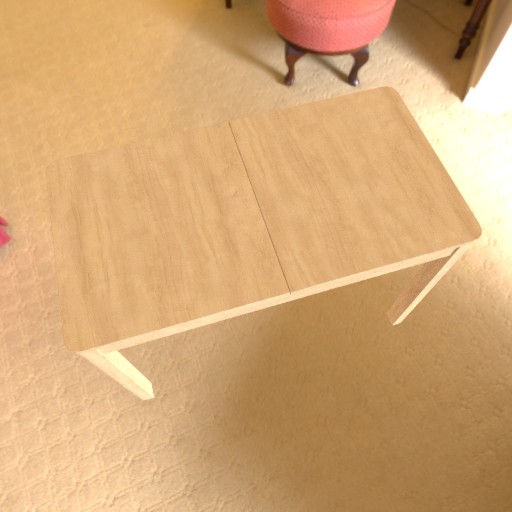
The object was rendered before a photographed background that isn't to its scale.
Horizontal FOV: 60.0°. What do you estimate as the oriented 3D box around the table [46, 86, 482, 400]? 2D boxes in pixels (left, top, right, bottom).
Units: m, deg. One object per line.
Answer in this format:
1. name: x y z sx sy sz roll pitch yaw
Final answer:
1. table: 0.000 0.000 1.960 1.400 0.900 0.750 -15 64 -8
